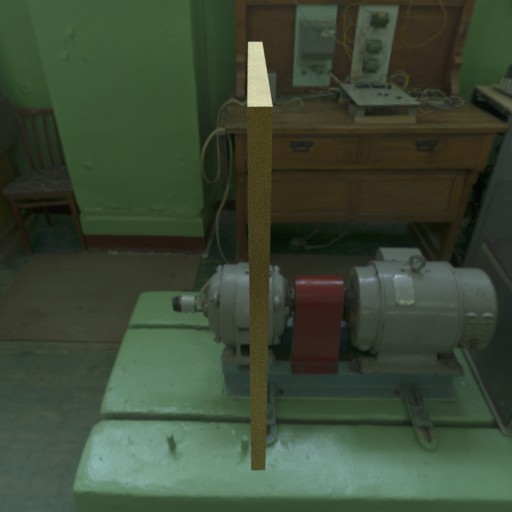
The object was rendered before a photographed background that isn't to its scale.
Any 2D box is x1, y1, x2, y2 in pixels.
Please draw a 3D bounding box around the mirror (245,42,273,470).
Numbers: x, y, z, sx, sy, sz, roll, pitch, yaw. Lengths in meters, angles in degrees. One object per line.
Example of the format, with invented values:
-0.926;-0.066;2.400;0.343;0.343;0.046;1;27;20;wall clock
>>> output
0.000;0.000;1.137;0.041;0.915;0.609;0;34;-1;mirror
